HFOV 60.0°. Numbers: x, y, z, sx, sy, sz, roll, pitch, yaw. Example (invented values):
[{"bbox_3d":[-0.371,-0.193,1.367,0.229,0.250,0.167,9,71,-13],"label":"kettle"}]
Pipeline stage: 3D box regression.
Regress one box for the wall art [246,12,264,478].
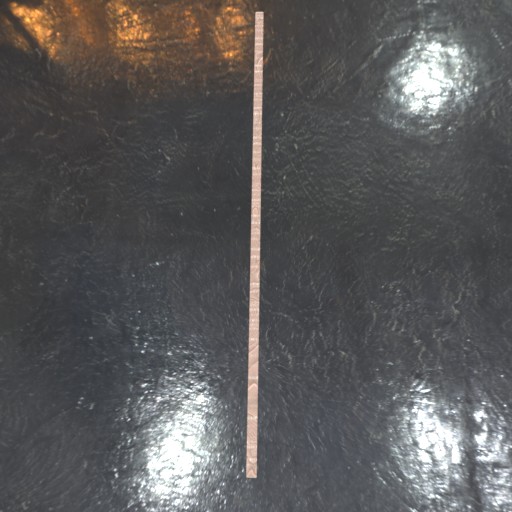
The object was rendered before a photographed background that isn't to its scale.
[{"bbox_3d":[0.000,0.000,1.337,0.020,0.761,1.056,1,76,0],"label":"wall art"}]
